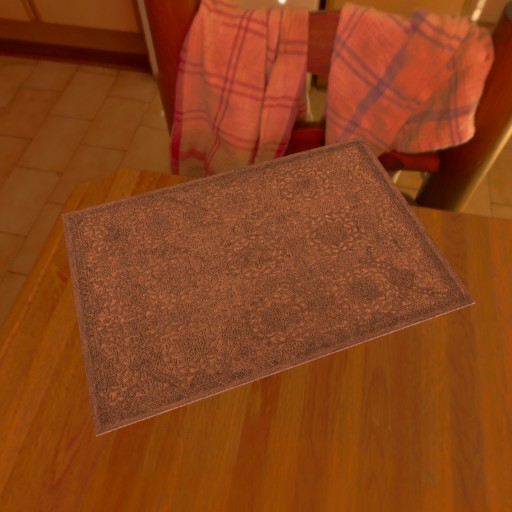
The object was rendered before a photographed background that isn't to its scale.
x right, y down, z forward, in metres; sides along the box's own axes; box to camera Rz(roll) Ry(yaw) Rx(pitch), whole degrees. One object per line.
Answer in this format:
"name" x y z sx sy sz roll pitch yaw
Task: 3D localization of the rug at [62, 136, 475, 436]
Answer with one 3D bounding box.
"rug" 0.000 0.000 2.281 1.819 0.012 1.208 -17 59 -10
